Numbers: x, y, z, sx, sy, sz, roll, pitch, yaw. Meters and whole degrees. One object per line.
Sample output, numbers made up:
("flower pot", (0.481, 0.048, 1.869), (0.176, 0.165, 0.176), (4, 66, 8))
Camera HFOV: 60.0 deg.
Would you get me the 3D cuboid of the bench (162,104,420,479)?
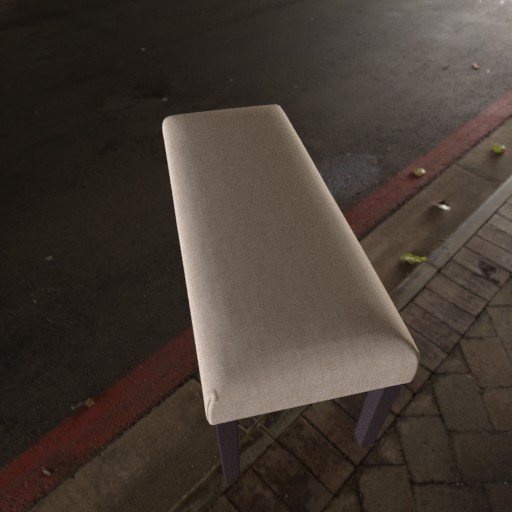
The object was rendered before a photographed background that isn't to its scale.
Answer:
("bench", (0.000, 0.000, 1.254), (0.407, 0.456, 1.013), (-9, 46, -9))
